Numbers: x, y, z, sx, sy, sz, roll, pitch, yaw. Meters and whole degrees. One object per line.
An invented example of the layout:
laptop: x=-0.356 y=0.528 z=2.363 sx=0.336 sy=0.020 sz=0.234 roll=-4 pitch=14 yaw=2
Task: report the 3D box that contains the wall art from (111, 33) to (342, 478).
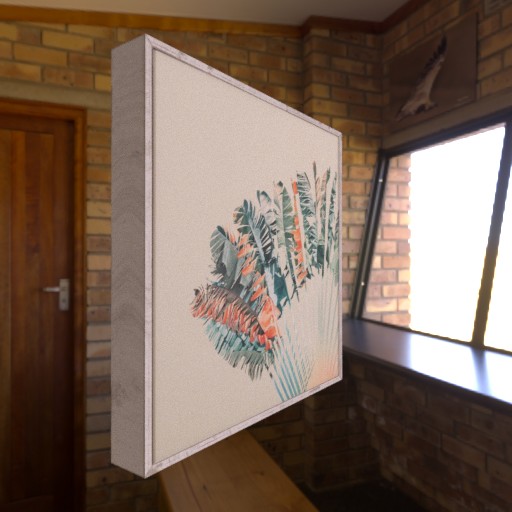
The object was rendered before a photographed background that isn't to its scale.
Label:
wall art: x=0.000 y=0.000 z=0.435 sx=0.038 sy=0.303 sz=0.305 roll=0 pitch=0 yaw=37
